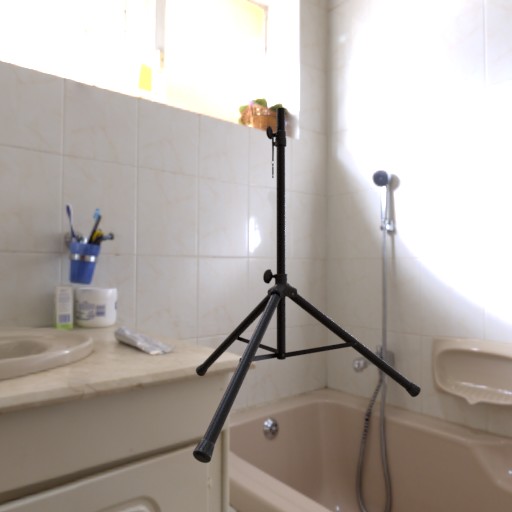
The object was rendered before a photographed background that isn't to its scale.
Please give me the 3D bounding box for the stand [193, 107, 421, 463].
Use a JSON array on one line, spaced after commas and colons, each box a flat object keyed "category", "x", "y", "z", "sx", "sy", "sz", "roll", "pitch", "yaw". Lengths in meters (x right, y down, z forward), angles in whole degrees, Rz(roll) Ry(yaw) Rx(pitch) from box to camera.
[{"category": "stand", "x": 0.000, "y": 0.000, "z": 1.825, "sx": 1.045, "sy": 1.136, "sz": 0.907, "roll": 2, "pitch": -3, "yaw": -37}]
